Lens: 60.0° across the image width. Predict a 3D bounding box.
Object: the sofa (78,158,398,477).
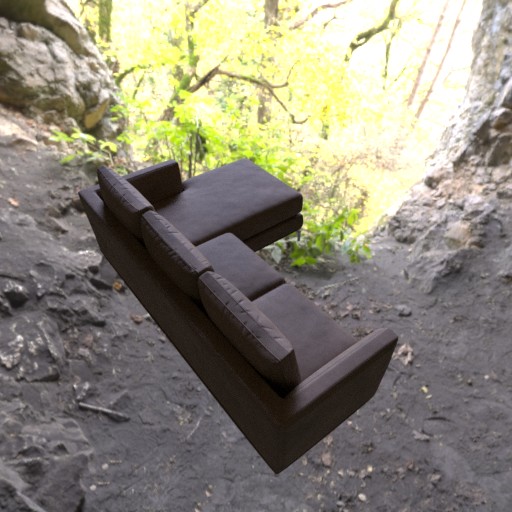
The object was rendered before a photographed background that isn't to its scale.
[{"bbox_3d":[0.000,0.000,3.238,1.622,0.987,2.438,-27,48,-27],"label":"sofa"}]
